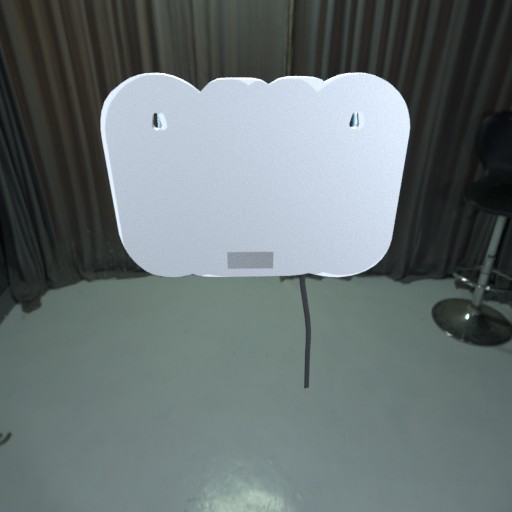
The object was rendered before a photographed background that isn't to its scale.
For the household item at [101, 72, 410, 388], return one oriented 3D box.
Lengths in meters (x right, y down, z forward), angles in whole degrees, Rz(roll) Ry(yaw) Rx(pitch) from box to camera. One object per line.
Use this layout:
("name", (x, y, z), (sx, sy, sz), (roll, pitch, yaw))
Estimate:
("household item", (0.000, 0.000, 0.376), (0.211, 0.294, 0.042), (-1, 30, -1))
